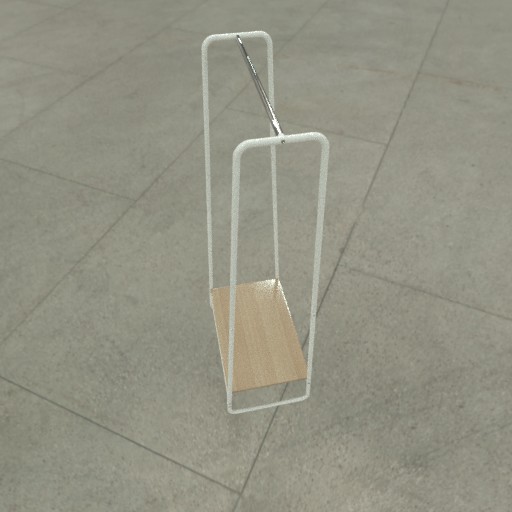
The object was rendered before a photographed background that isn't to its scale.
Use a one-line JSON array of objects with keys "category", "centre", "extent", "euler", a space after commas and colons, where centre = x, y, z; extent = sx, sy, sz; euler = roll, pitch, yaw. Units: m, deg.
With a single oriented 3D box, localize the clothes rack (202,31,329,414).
[{"category": "clothes rack", "centre": [0.000, 0.000, 1.800], "extent": [0.400, 1.500, 0.640], "euler": [-9, 48, -8]}]
